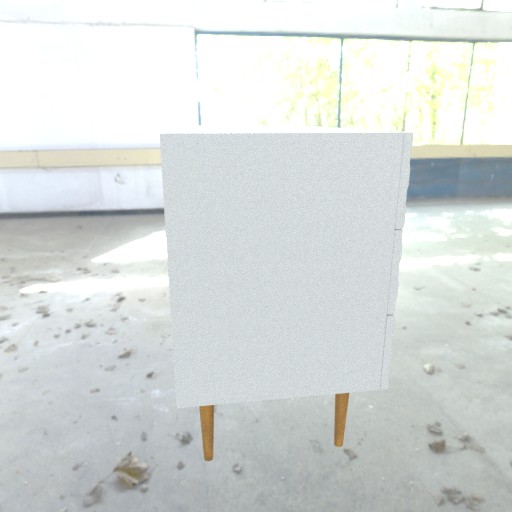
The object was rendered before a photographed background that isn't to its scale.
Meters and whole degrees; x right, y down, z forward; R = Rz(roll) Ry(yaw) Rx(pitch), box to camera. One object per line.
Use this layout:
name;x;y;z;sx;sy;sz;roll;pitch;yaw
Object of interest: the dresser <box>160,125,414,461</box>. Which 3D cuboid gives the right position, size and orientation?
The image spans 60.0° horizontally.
dresser;0.000;0.000;1.299;0.457;0.721;0.905;-3;17;-8
